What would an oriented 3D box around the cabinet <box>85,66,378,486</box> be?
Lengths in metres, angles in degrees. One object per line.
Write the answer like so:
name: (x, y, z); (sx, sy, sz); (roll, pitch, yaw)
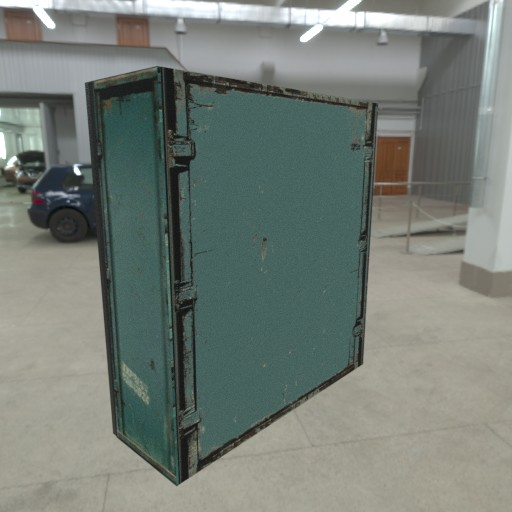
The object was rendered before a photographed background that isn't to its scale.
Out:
cabinet: (0.000, 0.000, 3.134); (0.680, 2.160, 2.000); (12, 17, 42)
